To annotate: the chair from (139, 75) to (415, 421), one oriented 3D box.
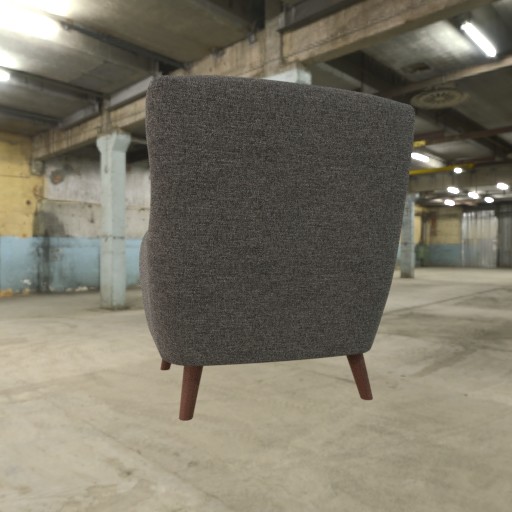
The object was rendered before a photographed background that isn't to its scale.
[{"bbox_3d":[0.000,0.000,1.748,0.889,1.039,0.940,0,0,-17],"label":"chair"}]
